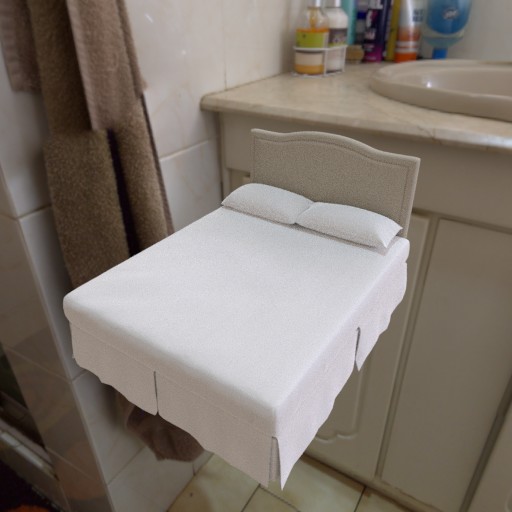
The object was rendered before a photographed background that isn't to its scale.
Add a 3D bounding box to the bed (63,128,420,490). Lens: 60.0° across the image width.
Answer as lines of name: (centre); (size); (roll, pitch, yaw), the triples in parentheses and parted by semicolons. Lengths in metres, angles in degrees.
bed: (0.000, 0.000, 3.584); (1.977, 1.437, 2.477); (19, 36, 29)
